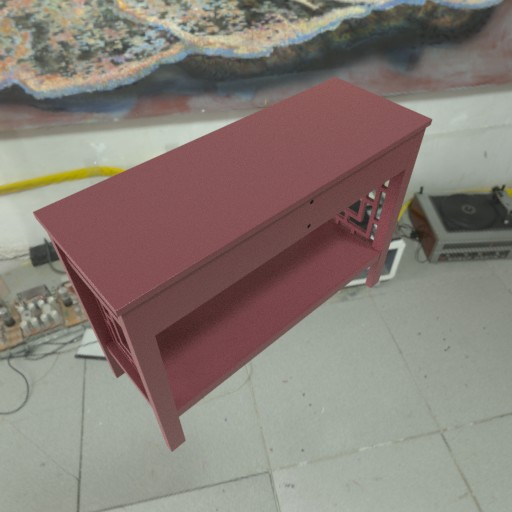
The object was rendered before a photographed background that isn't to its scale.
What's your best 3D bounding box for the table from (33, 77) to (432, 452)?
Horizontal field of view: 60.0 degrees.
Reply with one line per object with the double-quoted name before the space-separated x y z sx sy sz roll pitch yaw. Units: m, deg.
"table" 0.000 0.000 1.458 1.068 0.753 0.397 -33 55 -27
